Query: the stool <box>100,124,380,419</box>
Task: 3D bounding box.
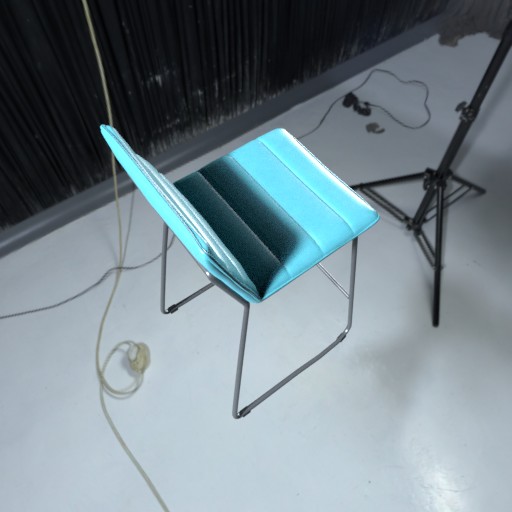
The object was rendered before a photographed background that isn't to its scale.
[{"bbox_3d":[0.000,0.000,1.246,0.524,0.936,0.489,-32,63,-19],"label":"stool"}]
